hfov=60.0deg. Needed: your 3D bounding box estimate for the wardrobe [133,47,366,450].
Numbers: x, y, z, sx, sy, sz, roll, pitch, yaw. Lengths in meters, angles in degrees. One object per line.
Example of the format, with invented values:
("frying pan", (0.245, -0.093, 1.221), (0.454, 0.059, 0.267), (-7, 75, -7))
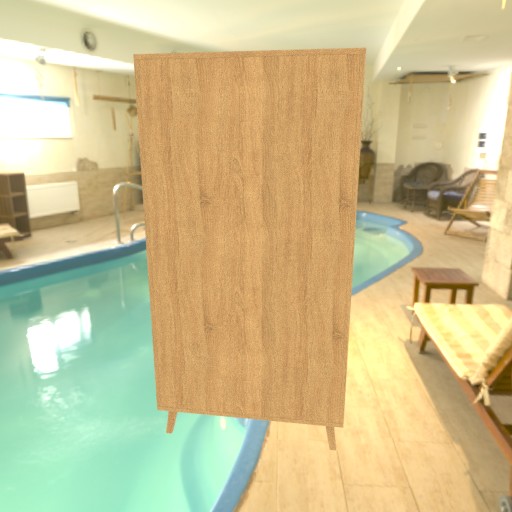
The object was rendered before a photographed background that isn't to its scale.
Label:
("wardrobe", (0.000, 0.000, 2.418), (1.000, 1.960, 0.600), (2, 15, 8))
